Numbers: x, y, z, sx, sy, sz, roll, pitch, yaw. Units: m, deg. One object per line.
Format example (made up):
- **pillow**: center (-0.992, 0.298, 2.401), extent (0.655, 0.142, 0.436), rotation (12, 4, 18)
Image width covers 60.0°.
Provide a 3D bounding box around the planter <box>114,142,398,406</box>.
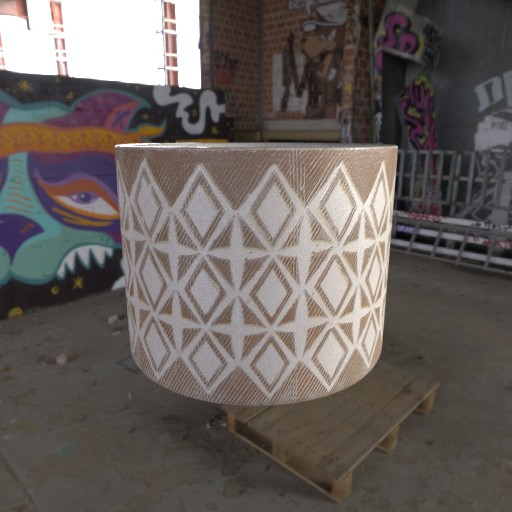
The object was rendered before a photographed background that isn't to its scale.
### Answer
- **planter**: center (0.000, 0.000, 0.337), extent (0.193, 0.165, 0.193), rotation (0, 15, 0)
